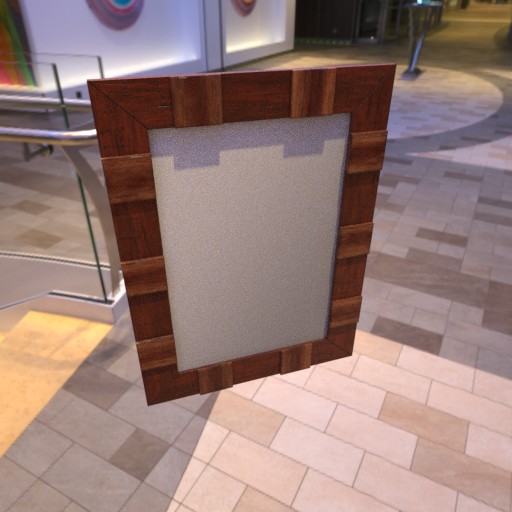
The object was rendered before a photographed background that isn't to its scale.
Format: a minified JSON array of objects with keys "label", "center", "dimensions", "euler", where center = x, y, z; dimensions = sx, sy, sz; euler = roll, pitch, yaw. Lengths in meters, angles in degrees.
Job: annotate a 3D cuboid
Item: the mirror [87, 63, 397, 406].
[{"label":"mirror","center":[0.000,0.000,1.035],"dimensions":[0.600,0.805,0.021],"euler":[-10,33,-15]}]
